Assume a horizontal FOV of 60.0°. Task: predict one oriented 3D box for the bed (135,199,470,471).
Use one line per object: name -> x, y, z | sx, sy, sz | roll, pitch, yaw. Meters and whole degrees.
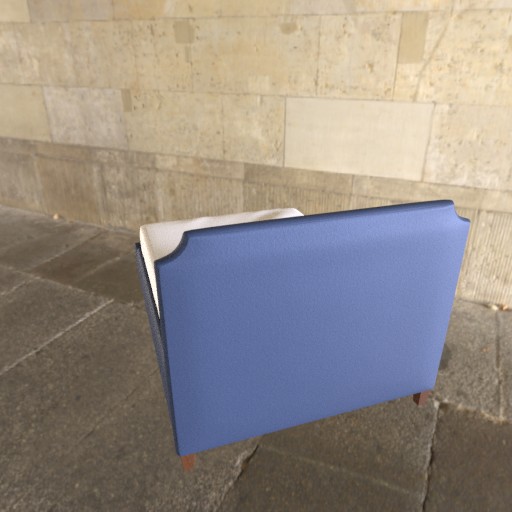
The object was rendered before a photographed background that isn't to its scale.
bed -> 0.000, 0.000, 3.404 | 1.712, 1.443, 2.372 | -8, 26, -17
